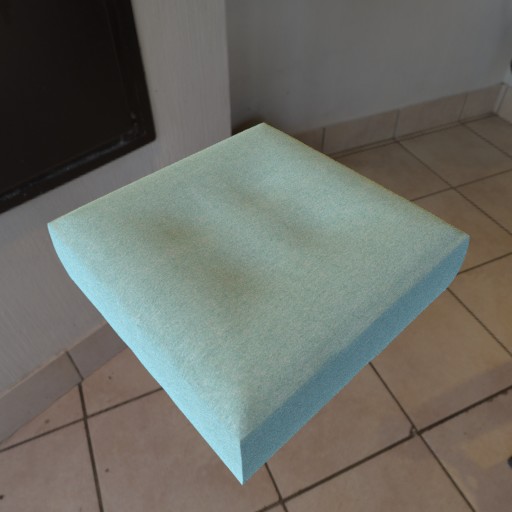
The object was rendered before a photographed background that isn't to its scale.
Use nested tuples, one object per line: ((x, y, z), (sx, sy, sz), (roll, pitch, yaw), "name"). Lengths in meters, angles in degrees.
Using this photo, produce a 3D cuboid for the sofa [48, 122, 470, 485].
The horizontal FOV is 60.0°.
((0.000, 0.000, 1.428), (0.930, 0.330, 0.930), (-33, 54, -28), "sofa")
